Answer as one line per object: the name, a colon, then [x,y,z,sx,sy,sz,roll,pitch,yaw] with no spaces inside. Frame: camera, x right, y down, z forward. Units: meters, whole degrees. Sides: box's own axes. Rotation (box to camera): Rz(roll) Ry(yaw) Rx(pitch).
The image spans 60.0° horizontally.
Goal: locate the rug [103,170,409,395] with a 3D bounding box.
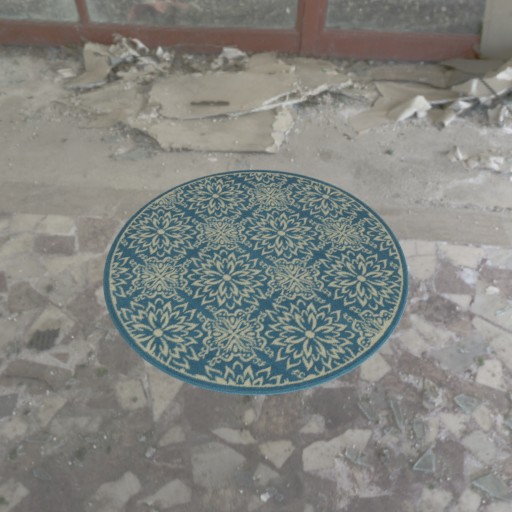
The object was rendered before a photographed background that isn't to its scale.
rug: [0.000,0.000,2.374,1.593,0.012,1.593,0,46,0]
